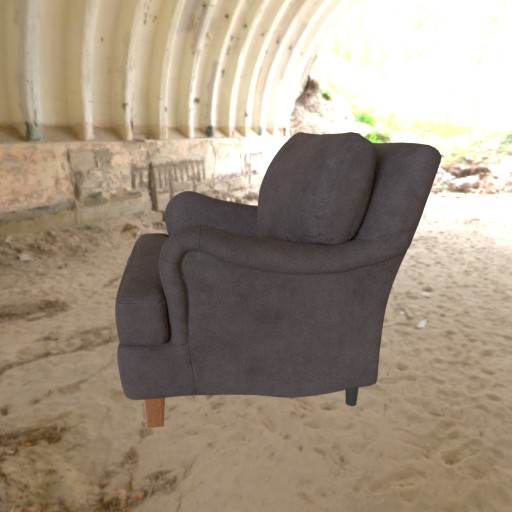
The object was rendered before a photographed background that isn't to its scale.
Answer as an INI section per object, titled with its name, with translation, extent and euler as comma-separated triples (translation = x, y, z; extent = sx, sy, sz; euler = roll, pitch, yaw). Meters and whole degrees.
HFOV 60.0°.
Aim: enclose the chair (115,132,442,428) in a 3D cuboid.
[chair]
translation = 0.000, 0.000, 1.850
extent = 1.070, 0.997, 0.955
euler = -3, 16, -10
